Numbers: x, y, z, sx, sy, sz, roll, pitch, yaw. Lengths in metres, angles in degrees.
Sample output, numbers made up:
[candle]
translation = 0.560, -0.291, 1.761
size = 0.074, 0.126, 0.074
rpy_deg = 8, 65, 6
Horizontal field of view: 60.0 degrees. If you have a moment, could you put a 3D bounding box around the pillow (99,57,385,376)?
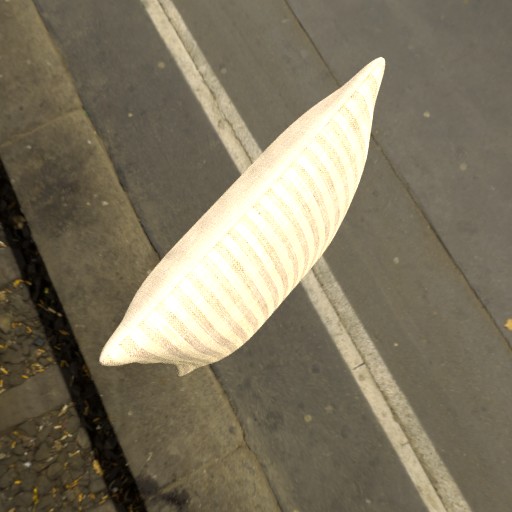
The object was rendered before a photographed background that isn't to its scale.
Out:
[pillow]
translation = 0.000, 0.000, 0.773
size = 0.166, 0.510, 0.523
rpy_deg = 40, 79, 10
